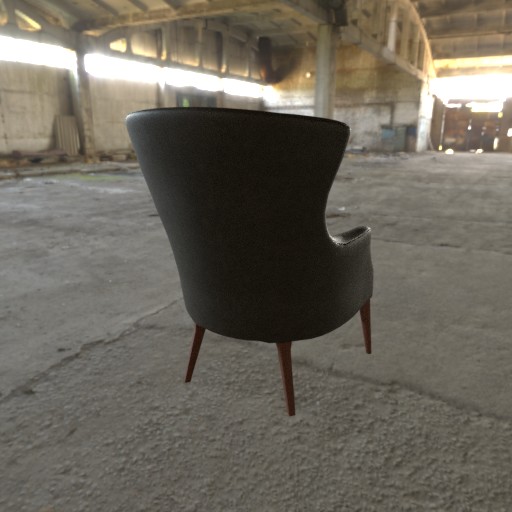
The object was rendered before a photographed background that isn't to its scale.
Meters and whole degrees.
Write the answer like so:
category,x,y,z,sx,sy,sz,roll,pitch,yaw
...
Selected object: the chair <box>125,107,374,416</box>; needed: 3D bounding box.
category,x,y,z,sx,sy,sz,roll,pitch,yaw
chair,0.000,0.000,1.740,0.819,1.068,0.954,8,18,27
